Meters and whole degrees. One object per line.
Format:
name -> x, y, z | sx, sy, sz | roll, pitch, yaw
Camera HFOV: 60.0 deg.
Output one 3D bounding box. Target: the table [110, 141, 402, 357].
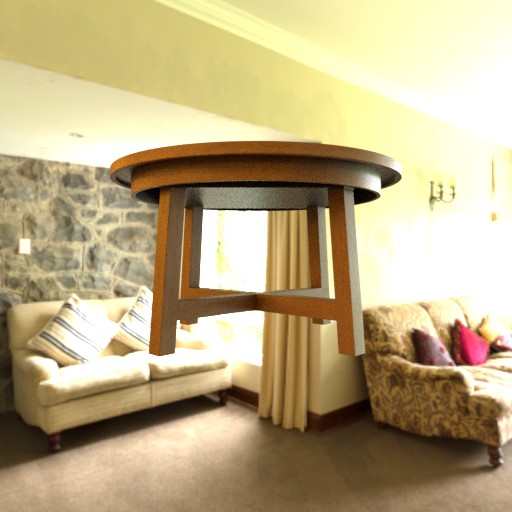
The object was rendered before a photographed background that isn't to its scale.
table -> 0.000, 0.000, 2.110 | 1.319, 0.762, 1.319 | 0, 0, 0
